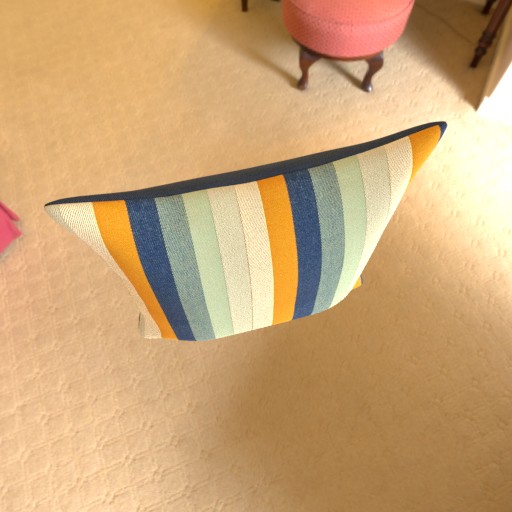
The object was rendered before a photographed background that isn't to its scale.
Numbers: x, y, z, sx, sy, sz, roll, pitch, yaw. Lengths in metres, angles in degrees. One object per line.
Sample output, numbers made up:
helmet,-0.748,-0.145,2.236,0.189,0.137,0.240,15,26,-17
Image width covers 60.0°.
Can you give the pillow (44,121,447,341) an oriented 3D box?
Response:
pillow,0.000,0.000,0.692,0.463,0.454,0.173,-13,63,-7
